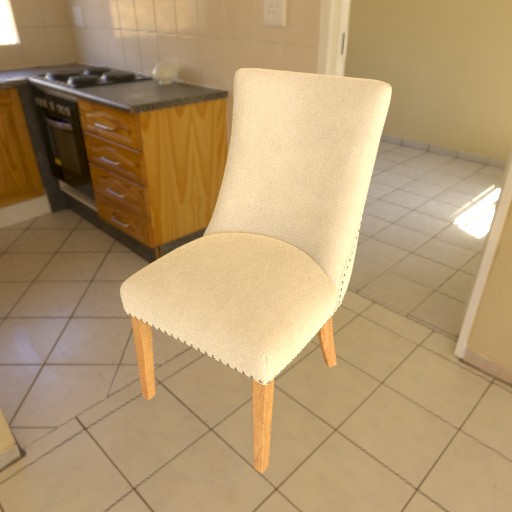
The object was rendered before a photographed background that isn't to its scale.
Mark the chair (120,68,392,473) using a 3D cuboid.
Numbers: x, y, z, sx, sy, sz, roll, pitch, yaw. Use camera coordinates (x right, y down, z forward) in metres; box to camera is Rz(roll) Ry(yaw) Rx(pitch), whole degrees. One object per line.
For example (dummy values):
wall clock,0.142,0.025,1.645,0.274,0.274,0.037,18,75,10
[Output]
chair,0.000,0.000,1.249,0.495,0.902,0.610,19,35,30
